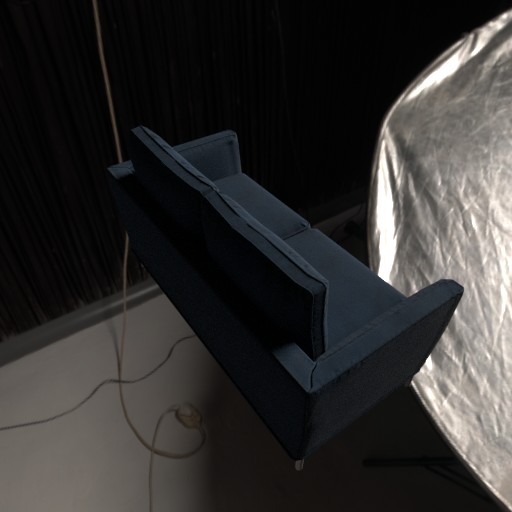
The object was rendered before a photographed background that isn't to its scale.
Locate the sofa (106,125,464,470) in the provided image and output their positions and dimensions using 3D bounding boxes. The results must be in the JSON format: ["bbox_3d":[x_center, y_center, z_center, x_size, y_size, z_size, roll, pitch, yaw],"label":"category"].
[{"bbox_3d":[0.000,0.000,2.311,0.853,1.002,1.770,-25,47,-26],"label":"sofa"}]
